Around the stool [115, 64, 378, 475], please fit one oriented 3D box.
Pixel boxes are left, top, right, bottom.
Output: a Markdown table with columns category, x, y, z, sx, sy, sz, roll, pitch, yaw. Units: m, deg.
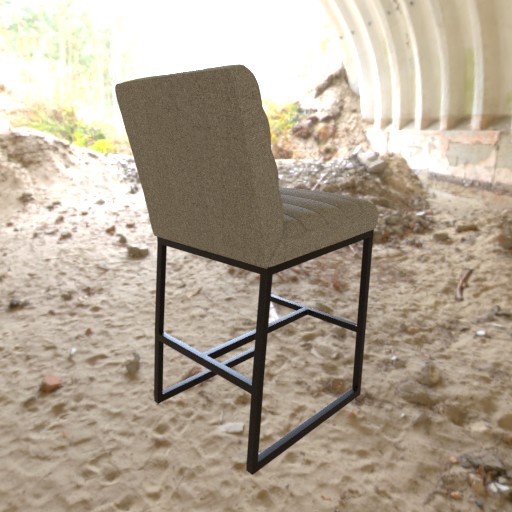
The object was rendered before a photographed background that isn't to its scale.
| category | x | y | z | sx | sy | sz | roll | pitch | yaw |
| --- | --- | --- | --- | --- | --- | --- | --- | --- | --- |
| stool | 0.000 | 0.000 | 1.266 | 0.460 | 0.940 | 0.560 | 15 | 22 | 43 |
